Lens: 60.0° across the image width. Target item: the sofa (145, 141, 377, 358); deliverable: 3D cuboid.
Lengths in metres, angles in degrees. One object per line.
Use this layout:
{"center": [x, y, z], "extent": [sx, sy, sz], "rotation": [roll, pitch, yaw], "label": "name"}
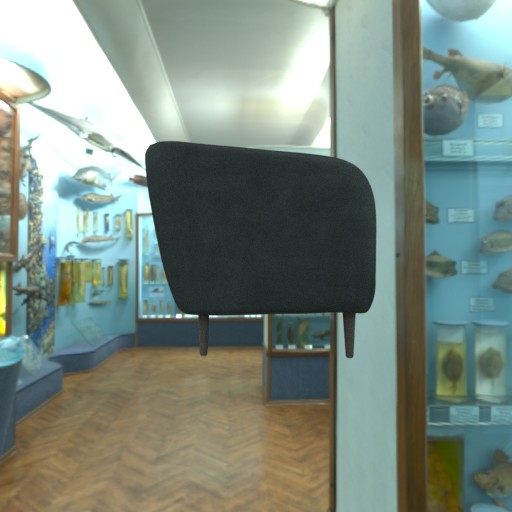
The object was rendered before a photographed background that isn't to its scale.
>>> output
{"center": [0.000, 0.000, 2.711], "extent": [0.956, 0.875, 2.296], "rotation": [0, -2, -1], "label": "sofa"}
